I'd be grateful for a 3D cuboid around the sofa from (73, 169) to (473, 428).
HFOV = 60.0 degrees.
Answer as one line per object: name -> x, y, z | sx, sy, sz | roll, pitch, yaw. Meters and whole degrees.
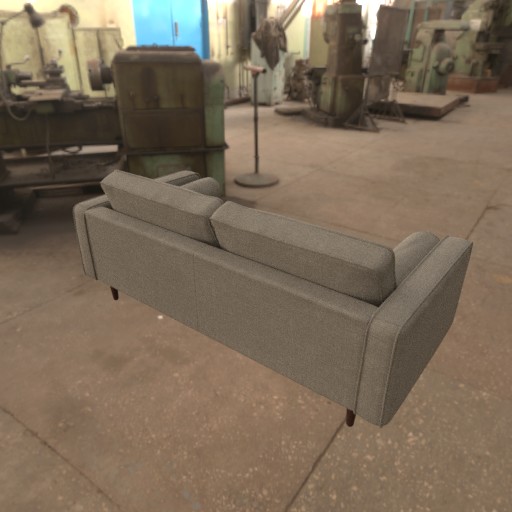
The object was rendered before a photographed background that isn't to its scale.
sofa -> 0.000, 0.000, 2.305 | 1.879, 0.762, 0.914 | 20, 33, 33
